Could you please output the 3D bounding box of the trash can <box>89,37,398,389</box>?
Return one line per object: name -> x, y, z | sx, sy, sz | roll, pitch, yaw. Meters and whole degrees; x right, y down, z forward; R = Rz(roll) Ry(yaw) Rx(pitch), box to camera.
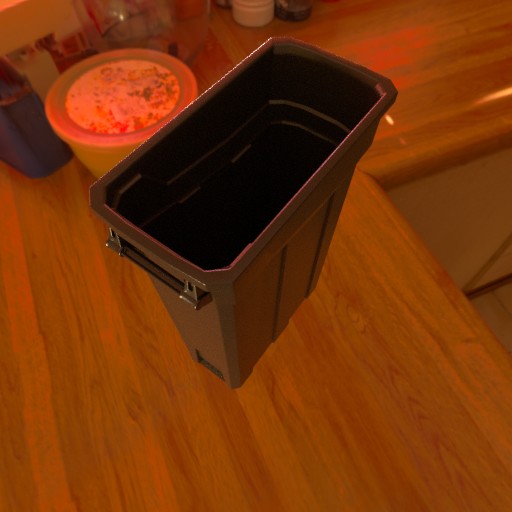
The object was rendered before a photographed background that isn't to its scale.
trash can -> 0.000, 0.000, 1.063 | 0.281, 0.762, 0.559 | 32, 64, 18
